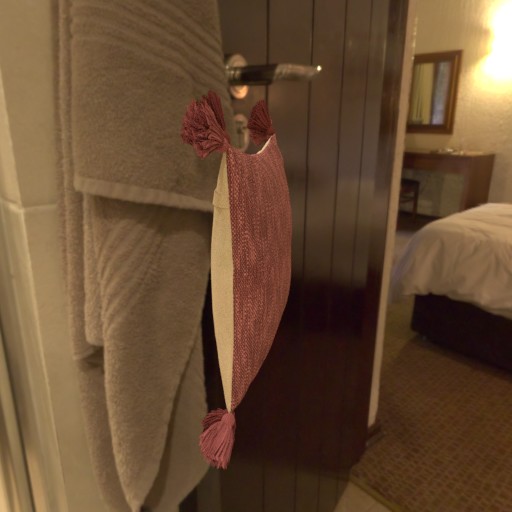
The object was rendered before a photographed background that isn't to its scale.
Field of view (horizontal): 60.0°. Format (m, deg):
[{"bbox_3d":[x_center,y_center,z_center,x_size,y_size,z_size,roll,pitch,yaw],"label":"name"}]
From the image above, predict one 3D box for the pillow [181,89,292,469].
[{"bbox_3d":[0.000,0.000,0.956,0.138,0.659,0.641,3,17,11],"label":"pillow"}]
